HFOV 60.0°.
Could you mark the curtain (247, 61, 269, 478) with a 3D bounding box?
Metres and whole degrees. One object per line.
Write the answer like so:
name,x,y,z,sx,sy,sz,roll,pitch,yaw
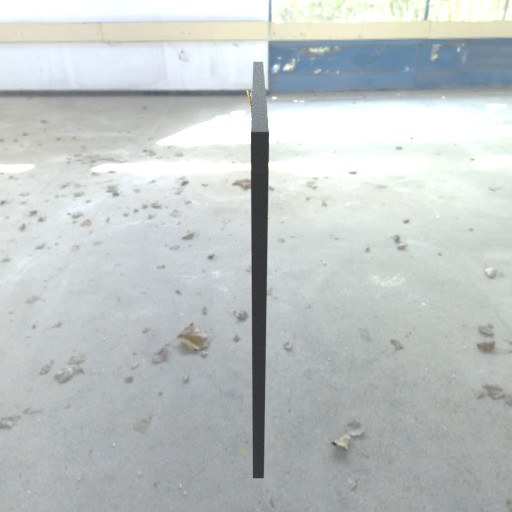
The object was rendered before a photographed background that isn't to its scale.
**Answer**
curtain,0.000,0.000,0.803,0.027,0.585,0.483,0,31,0
